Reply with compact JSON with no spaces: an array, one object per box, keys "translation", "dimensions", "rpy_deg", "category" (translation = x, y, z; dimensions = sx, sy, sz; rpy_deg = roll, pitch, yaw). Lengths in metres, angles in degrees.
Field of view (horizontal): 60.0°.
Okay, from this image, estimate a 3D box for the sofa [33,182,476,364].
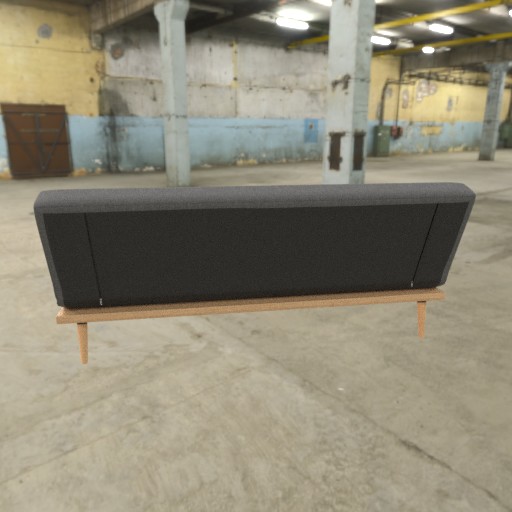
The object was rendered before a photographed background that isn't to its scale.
[{"translation":[0.000,0.000,2.223],"dimensions":[1.820,0.770,0.820],"rpy_deg":[-2,15,-9],"category":"sofa"}]
